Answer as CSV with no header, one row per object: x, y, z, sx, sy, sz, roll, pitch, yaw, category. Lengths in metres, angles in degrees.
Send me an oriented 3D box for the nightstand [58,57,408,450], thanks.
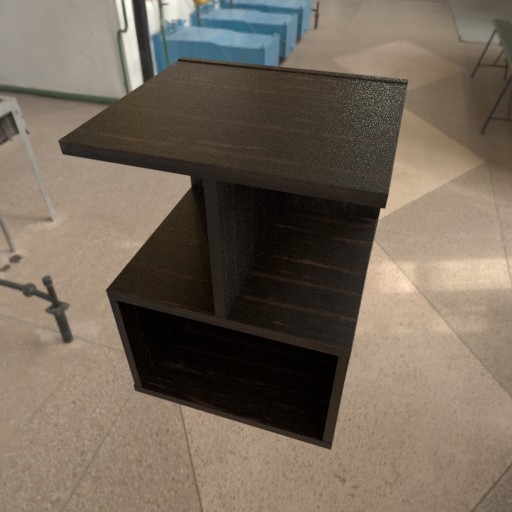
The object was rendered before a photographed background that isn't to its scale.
0.000,0.000,0.808,0.400,0.559,0.356,12,41,14,nightstand
